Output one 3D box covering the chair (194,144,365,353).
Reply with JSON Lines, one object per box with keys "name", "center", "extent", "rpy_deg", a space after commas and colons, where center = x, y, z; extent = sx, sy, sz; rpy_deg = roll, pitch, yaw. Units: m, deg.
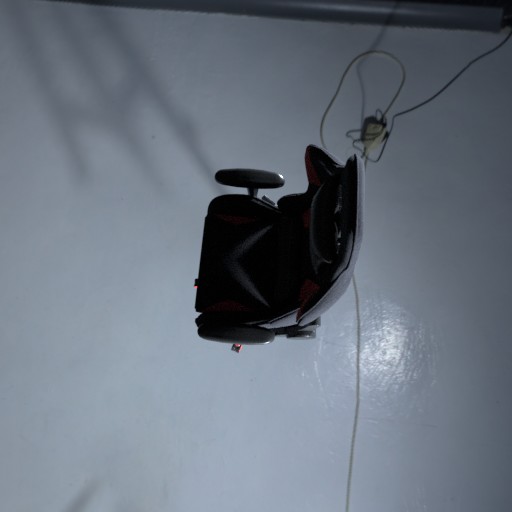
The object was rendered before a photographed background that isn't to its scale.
{"name": "chair", "center": [0.000, 0.000, 1.743], "extent": [0.658, 1.326, 0.695], "rpy_deg": [4, 75, 1]}
